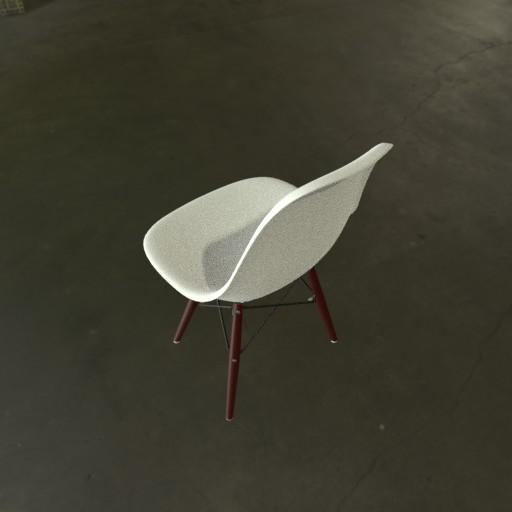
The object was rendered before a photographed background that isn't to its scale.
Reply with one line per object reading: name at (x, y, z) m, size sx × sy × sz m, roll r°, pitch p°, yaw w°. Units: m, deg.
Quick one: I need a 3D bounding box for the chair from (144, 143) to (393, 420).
chair at (0.000, 0.000, 1.135) m, size 0.470 × 0.826 × 0.533 m, roll -31°, pitch 54°, yaw -26°
